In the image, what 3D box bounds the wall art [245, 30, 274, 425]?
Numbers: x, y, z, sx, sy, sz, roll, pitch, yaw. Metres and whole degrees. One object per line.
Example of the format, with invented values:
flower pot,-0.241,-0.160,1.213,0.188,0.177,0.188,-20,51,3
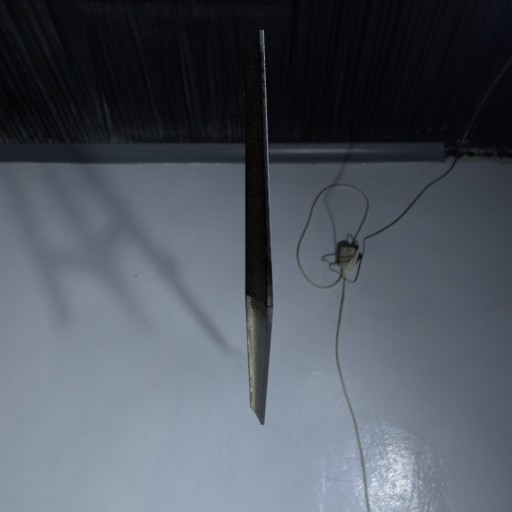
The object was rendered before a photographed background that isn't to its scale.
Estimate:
wall art,0.000,0.000,0.647,0.023,0.457,0.381,-1,58,0
